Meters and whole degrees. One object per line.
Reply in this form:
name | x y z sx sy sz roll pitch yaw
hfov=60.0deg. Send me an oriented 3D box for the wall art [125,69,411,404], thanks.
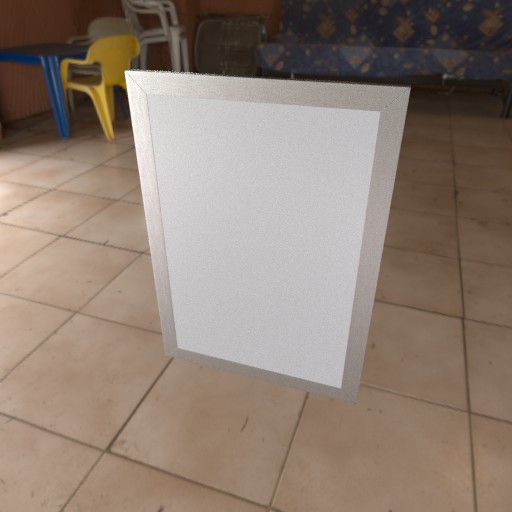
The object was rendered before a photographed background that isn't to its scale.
wall art | 0.000 0.000 0.698 0.376 0.529 0.013 10 33 16
